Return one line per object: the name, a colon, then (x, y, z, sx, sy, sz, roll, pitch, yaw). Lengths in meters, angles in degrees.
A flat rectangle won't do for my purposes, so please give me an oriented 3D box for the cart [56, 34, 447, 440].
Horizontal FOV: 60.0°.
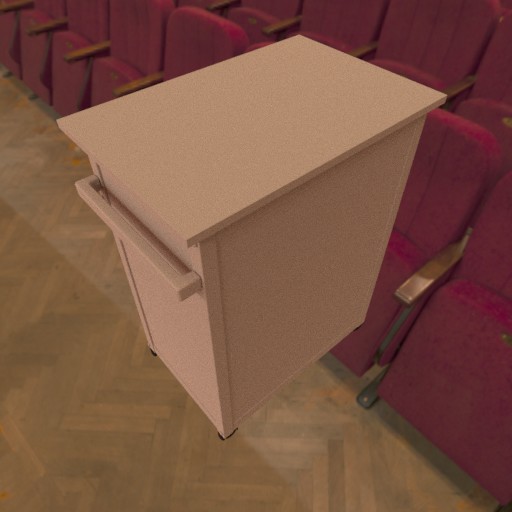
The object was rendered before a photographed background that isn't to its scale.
cart: (0.000, 0.000, 1.206, 0.683, 0.864, 0.442, -32, 54, -27)
